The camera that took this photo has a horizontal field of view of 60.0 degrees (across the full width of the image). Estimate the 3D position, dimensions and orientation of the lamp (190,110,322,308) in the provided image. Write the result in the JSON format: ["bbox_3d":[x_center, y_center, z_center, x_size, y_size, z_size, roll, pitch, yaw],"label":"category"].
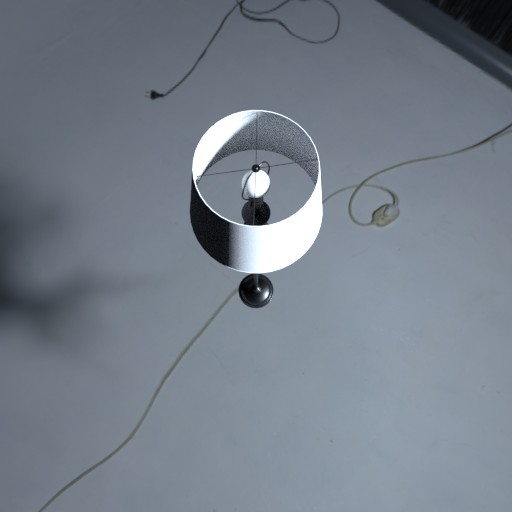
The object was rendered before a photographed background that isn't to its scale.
[{"bbox_3d":[0.000,0.000,1.791,0.379,1.623,0.379,0,75,0],"label":"lamp"}]
